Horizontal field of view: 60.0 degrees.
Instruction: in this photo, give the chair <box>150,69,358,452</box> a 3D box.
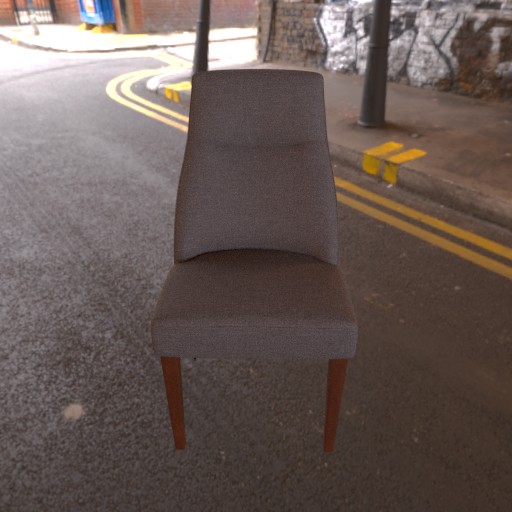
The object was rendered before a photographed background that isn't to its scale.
[{"bbox_3d":[0.000,0.000,1.286,0.500,0.930,0.620,1,32,1],"label":"chair"}]
